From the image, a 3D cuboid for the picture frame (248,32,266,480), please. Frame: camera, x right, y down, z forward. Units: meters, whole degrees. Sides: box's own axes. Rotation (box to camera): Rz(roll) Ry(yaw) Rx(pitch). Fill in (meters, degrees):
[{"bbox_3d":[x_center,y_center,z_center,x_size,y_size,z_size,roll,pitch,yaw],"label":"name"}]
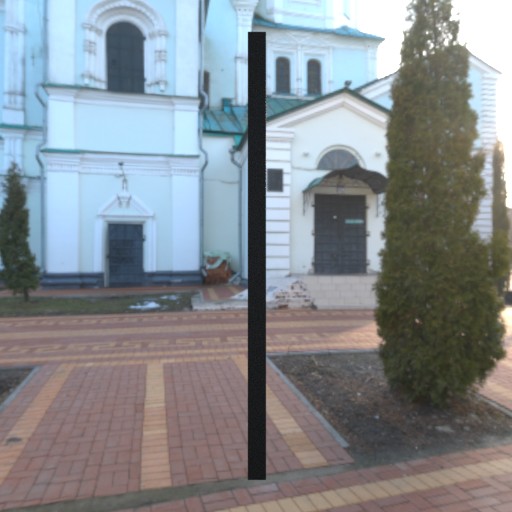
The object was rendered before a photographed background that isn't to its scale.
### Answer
[{"bbox_3d":[0.000,0.000,1.153,0.032,0.775,0.775,0,0,0],"label":"picture frame"}]
